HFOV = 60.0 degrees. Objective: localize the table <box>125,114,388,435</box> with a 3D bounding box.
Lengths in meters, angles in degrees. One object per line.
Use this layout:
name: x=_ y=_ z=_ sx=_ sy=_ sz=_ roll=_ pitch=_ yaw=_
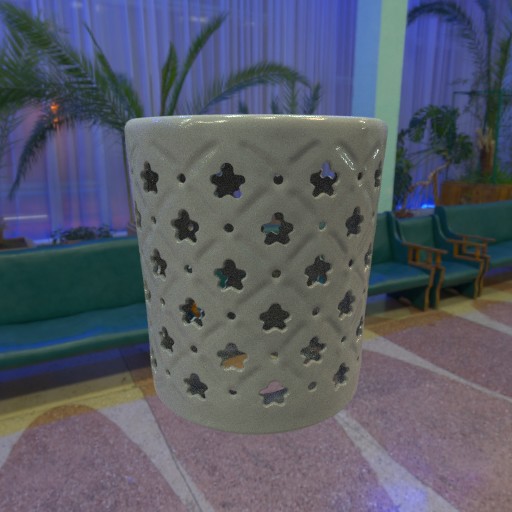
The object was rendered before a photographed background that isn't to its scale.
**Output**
table: x=0.000 y=0.000 z=0.657 sx=0.352 sy=0.387 sz=0.352 roll=0 pitch=14 yaw=0
